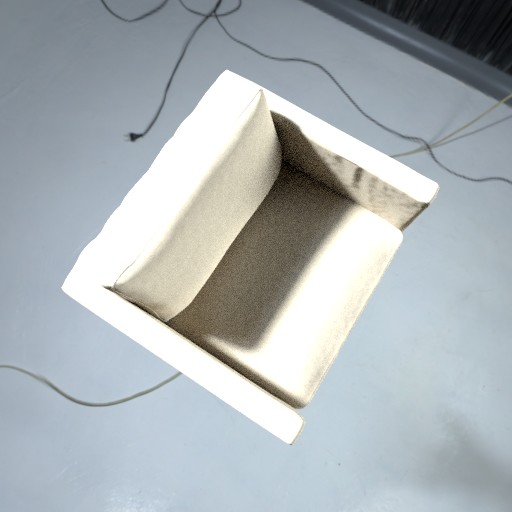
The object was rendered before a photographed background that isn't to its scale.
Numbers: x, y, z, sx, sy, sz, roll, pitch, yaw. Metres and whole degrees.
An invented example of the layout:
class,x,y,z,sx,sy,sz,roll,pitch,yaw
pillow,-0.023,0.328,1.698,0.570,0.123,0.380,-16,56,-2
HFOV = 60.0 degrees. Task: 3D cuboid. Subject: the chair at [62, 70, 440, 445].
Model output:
class,x,y,z,sx,sy,sz,roll,pitch,yaw
chair,0.000,0.000,1.780,0.949,0.867,1.057,32,77,8
